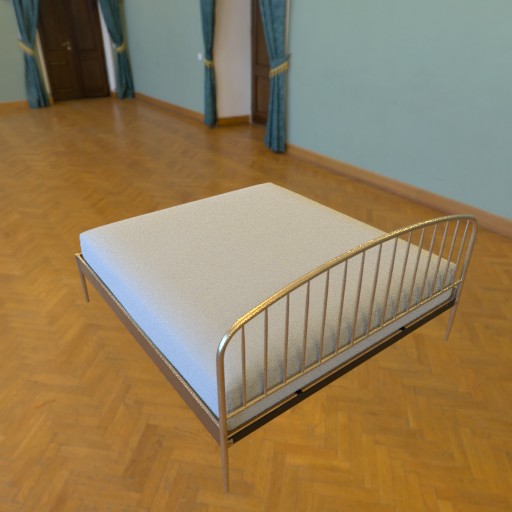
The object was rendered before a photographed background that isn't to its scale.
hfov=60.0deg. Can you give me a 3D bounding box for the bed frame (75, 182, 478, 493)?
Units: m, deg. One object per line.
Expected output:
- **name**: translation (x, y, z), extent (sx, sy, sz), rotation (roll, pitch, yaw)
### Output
- **bed frame**: translation (0.000, 0.000, 3.266), extent (2.016, 1.174, 2.152), rotation (-20, 35, -32)
